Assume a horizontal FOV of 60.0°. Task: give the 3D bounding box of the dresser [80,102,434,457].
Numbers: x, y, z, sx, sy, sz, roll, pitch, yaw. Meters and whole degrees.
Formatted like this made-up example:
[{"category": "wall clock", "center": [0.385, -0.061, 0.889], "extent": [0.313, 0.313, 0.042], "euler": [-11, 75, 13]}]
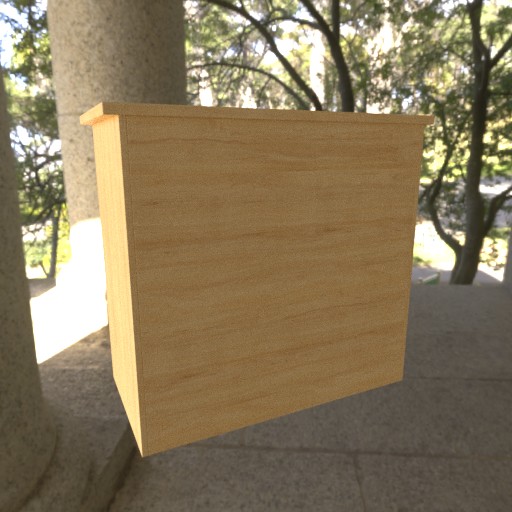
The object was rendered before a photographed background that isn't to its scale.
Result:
[{"category": "dresser", "center": [0.000, 0.000, 1.208], "extent": [0.800, 0.730, 0.410], "euler": [-7, 15, -25]}]
